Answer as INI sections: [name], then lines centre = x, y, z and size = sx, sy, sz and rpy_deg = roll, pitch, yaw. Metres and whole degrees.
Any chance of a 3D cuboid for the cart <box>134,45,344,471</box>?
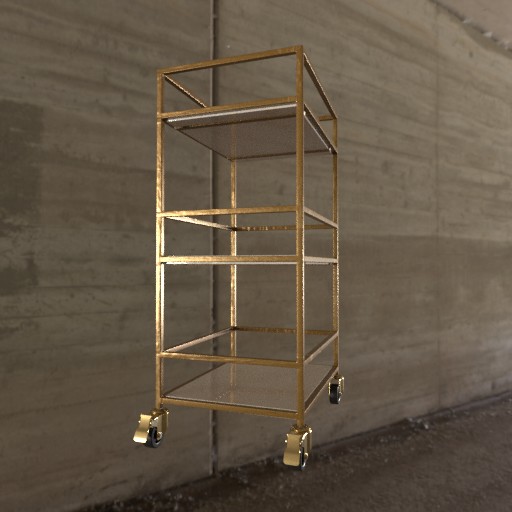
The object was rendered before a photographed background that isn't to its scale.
[cart]
centre = 0.000, 0.000, 1.017
size = 0.332, 0.761, 0.483
rpy_deg = 0, -1, 19
